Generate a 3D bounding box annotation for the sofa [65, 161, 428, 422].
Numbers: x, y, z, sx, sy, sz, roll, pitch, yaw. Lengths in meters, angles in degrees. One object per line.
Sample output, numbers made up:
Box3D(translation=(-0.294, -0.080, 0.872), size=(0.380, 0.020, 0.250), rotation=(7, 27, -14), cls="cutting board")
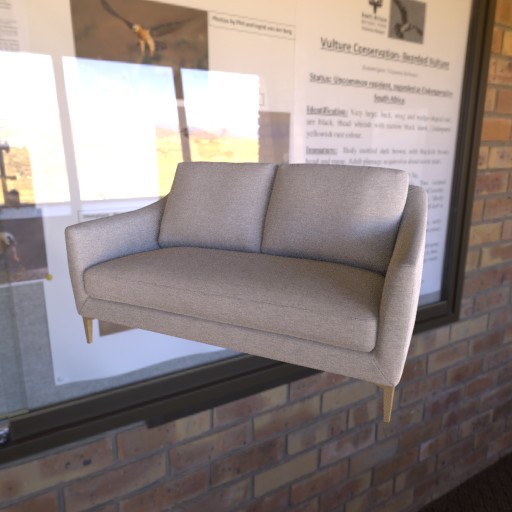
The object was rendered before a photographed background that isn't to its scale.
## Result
Box3D(translation=(0.000, 0.000, 2.213), size=(1.619, 0.904, 0.960), rotation=(7, 15, 26), cls="sofa")
